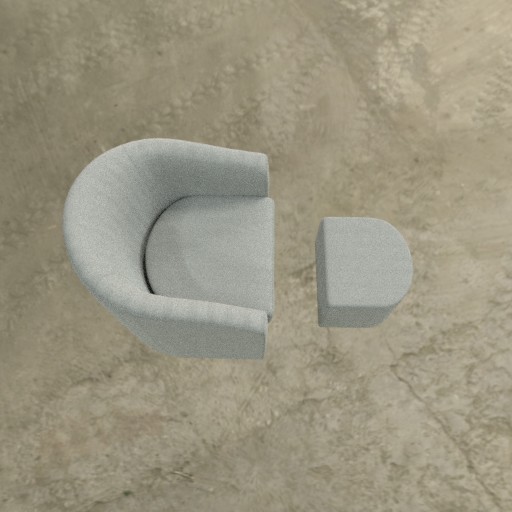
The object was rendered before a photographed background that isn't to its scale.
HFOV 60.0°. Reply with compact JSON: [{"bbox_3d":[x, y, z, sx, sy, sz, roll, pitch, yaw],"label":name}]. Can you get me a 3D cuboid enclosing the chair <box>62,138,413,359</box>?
[{"bbox_3d":[0.000,0.000,1.803,1.288,0.757,0.756,1,64,1],"label":"chair"}]
